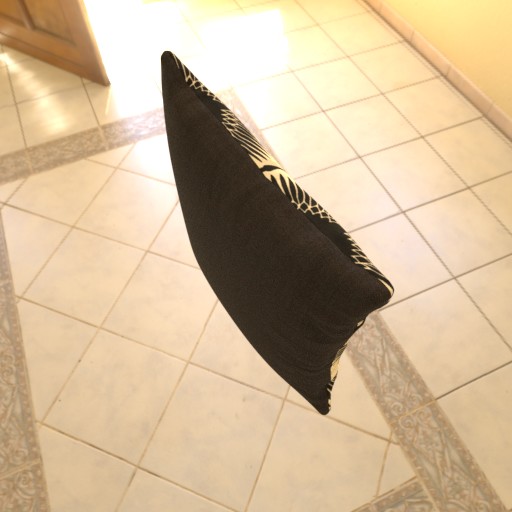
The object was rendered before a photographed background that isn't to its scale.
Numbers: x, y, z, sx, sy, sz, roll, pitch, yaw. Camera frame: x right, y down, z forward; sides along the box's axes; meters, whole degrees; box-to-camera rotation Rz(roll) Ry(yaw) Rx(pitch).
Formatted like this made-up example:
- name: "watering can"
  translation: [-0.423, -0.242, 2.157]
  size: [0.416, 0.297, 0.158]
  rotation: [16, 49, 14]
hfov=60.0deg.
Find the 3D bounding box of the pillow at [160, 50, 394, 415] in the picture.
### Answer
- name: "pillow"
  translation: [0.000, 0.000, 0.660]
  size: [0.139, 0.432, 0.432]
  rotation: [-29, 62, -17]
